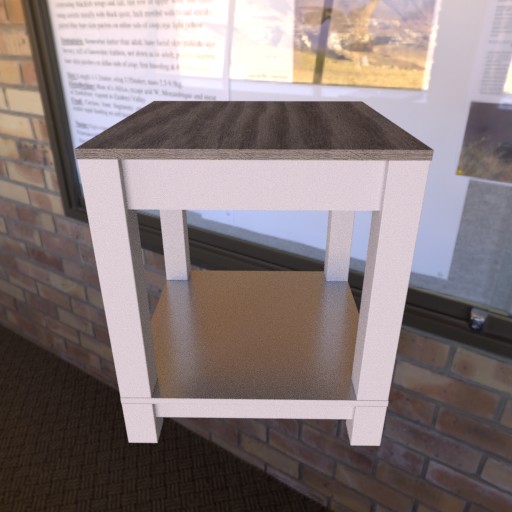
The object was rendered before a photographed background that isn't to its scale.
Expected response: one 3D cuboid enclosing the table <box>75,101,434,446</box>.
[{"bbox_3d":[0.000,0.000,0.979,0.504,0.587,0.506,0,27,1],"label":"table"}]
